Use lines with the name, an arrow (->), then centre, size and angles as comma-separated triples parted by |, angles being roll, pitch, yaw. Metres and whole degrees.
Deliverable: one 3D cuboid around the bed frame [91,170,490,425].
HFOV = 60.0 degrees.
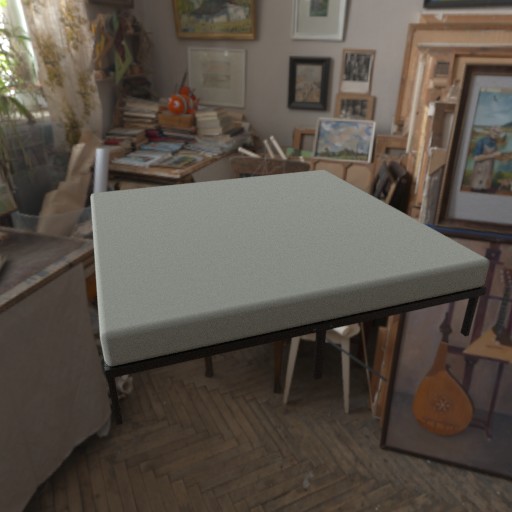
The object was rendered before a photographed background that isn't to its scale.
bed frame -> 0.000, 0.000, 3.896 | 2.635, 0.680, 2.526 | -9, 28, -17
